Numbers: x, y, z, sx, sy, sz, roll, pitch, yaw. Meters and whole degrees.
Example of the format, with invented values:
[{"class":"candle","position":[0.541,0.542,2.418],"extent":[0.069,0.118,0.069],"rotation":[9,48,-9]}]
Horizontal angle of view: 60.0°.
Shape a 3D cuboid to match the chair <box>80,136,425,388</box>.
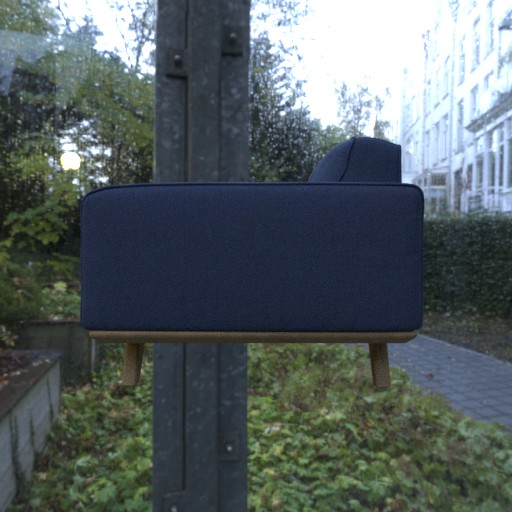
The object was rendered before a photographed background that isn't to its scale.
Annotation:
[{"class":"chair","position":[0.000,0.000,1.741],"extent":[0.953,0.783,1.118],"rotation":[0,1,1]}]
